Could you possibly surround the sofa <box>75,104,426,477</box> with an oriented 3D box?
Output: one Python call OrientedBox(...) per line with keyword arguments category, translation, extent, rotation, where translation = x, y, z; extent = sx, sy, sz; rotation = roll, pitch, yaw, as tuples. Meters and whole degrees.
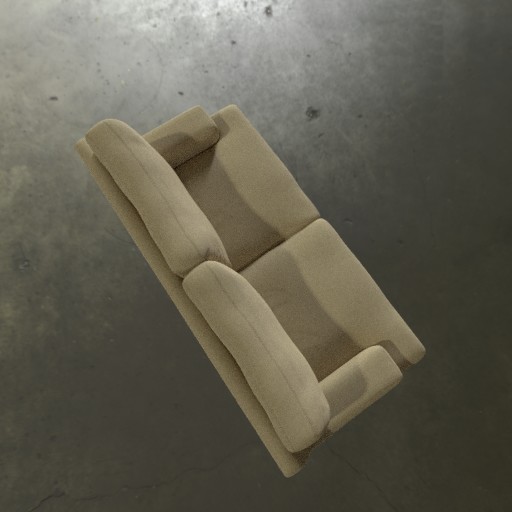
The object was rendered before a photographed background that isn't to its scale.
OrientedBox(category="sofa", translation=(0.000, 0.000, 2.369), extent=(0.962, 0.967, 1.885), rotation=(-33, 77, -9))
